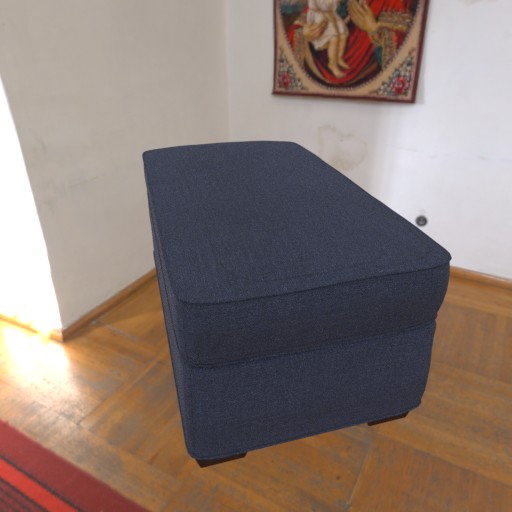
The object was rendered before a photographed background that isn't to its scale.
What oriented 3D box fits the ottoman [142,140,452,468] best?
[{"bbox_3d":[0.000,0.000,1.160,0.505,0.453,0.895,-8,30,-14],"label":"ottoman"}]
